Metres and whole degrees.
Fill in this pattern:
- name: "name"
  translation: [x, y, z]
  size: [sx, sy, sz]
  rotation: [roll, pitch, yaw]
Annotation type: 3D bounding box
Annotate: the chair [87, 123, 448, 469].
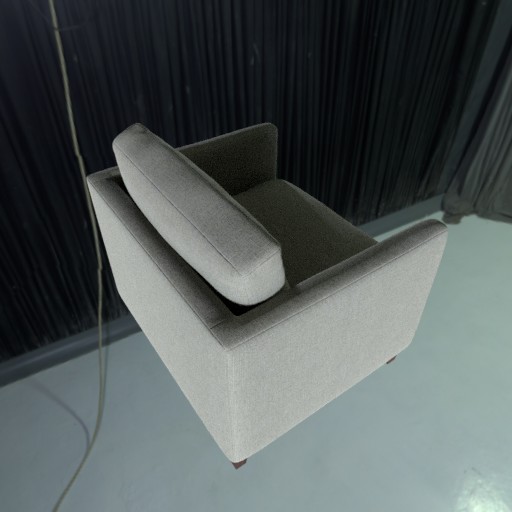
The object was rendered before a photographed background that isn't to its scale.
- name: "chair"
  translation: [0.000, 0.000, 1.828]
  size: [0.959, 0.963, 1.107]
  rotation: [-24, 46, -26]
